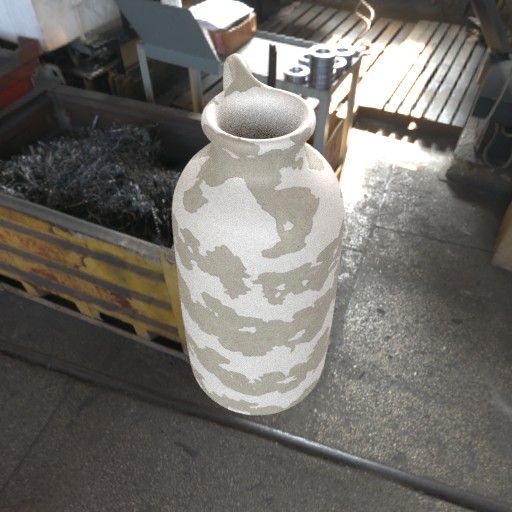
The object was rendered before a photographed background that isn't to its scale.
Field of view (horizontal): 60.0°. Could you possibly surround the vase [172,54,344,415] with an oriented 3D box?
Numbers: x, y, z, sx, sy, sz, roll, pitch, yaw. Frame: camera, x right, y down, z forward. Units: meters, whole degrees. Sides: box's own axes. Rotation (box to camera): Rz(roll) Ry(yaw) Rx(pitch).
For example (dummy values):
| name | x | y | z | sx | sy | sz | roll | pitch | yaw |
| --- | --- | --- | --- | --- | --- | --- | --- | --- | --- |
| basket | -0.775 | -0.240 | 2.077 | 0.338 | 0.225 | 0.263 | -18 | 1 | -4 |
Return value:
| name | x | y | z | sx | sy | sz | roll | pitch | yaw |
| --- | --- | --- | --- | --- | --- | --- | --- | --- | --- |
| vase | 0.000 | 0.000 | 0.487 | 0.186 | 0.382 | 0.203 | -11 | 48 | -10 |
